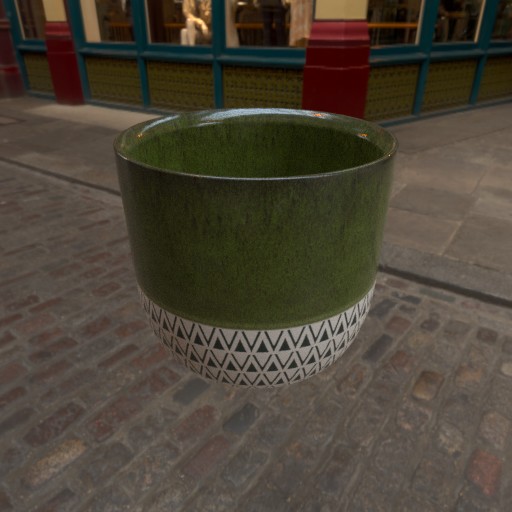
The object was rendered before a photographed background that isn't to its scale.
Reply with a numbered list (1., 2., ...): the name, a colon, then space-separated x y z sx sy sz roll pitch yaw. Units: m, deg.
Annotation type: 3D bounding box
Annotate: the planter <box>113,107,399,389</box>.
1. planter: 0.000 0.000 0.492 0.266 0.270 0.266 0 29 0
